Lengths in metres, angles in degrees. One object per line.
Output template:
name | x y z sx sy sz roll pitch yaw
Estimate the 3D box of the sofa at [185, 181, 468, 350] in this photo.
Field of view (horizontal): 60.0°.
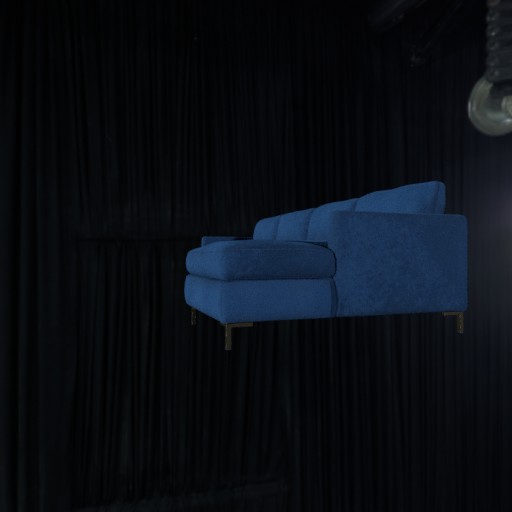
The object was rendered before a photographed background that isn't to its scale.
sofa | 0.000 0.000 3.436 1.350 0.810 2.932 0 0 -19
